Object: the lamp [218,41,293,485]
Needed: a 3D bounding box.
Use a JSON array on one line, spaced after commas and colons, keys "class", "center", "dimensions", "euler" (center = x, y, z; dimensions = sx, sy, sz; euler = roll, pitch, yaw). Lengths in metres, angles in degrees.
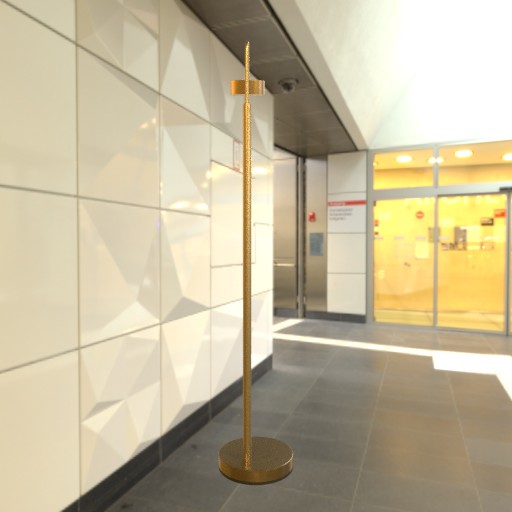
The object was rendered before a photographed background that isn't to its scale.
[{"class": "lamp", "center": [0.000, 0.000, 1.391], "dimensions": [0.219, 1.230, 0.418], "euler": [0, 1, 0]}]
